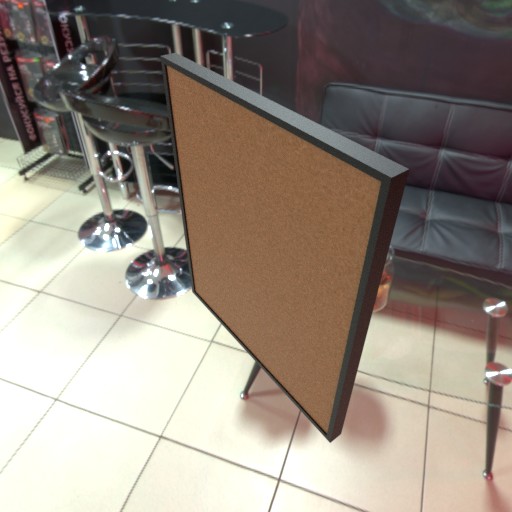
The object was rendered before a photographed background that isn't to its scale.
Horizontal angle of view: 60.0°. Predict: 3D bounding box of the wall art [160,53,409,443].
[{"bbox_3d":[0.000,0.000,0.531,0.019,0.381,0.330,-27,48,-27],"label":"wall art"}]
